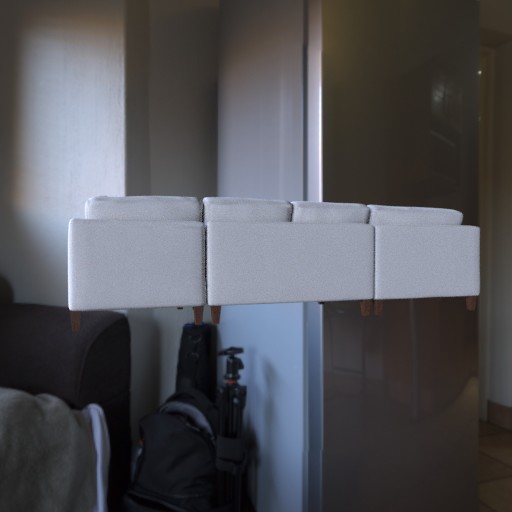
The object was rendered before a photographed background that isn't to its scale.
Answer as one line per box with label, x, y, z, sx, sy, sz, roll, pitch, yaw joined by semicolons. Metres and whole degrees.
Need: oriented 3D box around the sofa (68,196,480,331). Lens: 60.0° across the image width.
sofa;0.000;0.000;4.640;3.459;0.956;2.593;0;1;-18
